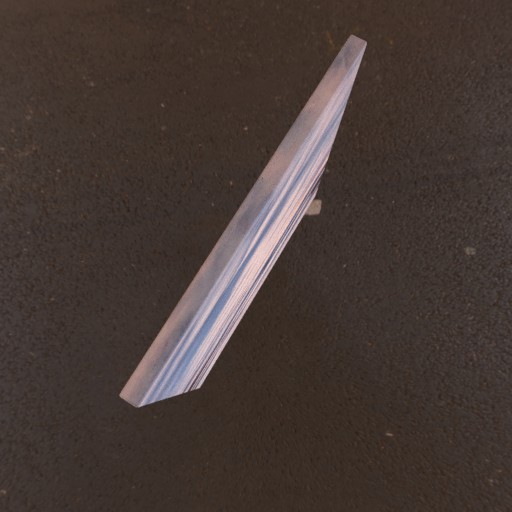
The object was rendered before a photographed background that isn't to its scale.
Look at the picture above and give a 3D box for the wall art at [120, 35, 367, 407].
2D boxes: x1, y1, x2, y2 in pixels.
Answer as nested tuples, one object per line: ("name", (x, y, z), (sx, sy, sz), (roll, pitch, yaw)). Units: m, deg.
("wall art", (0.000, 0.000, 1.100), (0.035, 0.747, 0.747), (30, 78, 7))
